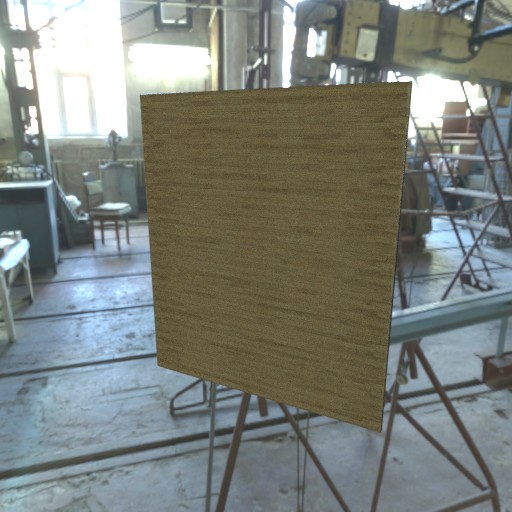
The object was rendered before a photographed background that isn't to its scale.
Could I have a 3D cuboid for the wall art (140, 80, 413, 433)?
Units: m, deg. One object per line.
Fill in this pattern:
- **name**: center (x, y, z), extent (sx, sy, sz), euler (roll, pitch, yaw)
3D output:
- **wall art**: center (0.000, 0.000, 0.788), extent (0.483, 0.559, 0.009), euler (8, 17, 27)
